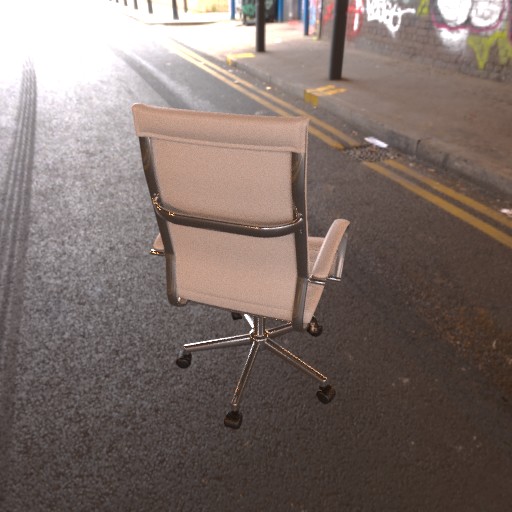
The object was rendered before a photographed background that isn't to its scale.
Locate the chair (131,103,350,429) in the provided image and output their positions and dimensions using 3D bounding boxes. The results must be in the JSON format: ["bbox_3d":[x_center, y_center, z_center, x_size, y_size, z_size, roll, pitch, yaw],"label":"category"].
[{"bbox_3d":[0.000,0.000,1.555,0.679,1.149,0.679,10,34,15],"label":"chair"}]
